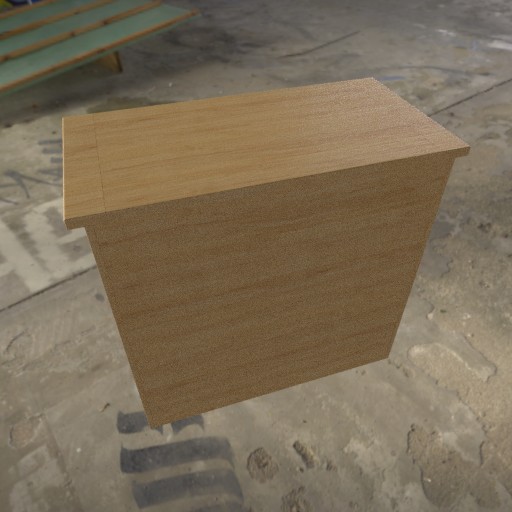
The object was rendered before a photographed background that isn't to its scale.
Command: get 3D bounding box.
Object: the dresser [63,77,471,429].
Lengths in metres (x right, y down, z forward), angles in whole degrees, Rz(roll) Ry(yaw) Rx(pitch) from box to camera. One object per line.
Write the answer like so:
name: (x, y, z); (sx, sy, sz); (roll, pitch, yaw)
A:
dresser: (0.000, 0.000, 1.209); (0.800, 0.730, 0.410); (-12, 43, -13)
